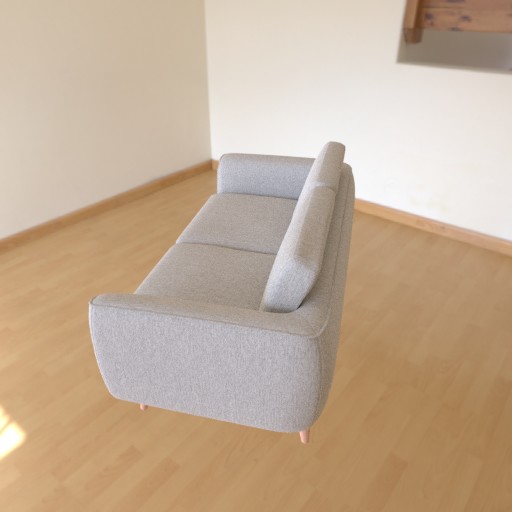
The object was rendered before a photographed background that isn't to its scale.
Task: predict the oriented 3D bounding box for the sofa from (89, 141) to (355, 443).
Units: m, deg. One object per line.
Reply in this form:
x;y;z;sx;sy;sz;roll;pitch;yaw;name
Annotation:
0.000;0.000;2.257;0.920;0.850;1.700;7;33;11;sofa
